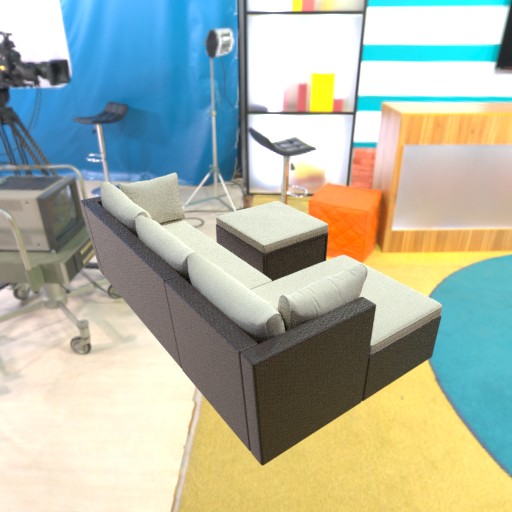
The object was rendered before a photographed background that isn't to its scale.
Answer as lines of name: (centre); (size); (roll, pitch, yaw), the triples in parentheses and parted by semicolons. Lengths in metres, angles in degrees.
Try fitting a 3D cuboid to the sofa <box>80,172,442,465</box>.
sofa: (0.000, 0.000, 2.988); (1.612, 0.766, 2.192); (-18, 33, -31)
